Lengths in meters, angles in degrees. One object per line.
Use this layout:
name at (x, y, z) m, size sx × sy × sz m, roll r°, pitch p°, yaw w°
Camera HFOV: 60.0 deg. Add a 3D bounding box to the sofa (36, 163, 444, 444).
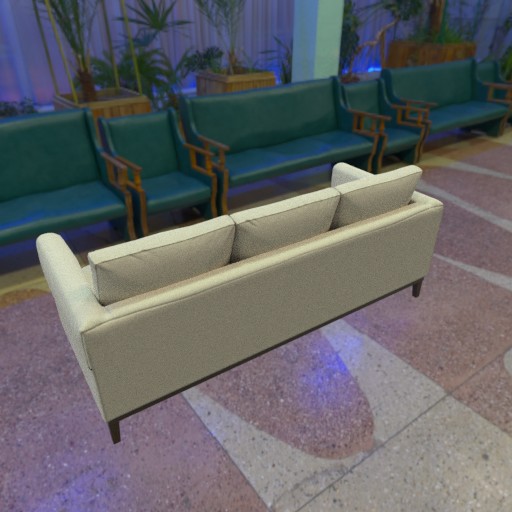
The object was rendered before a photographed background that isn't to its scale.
sofa at (0.000, 0.000, 2.617) m, size 2.198 × 0.911 × 0.902 m, roll -18°, pitch 35°, yaw -28°
